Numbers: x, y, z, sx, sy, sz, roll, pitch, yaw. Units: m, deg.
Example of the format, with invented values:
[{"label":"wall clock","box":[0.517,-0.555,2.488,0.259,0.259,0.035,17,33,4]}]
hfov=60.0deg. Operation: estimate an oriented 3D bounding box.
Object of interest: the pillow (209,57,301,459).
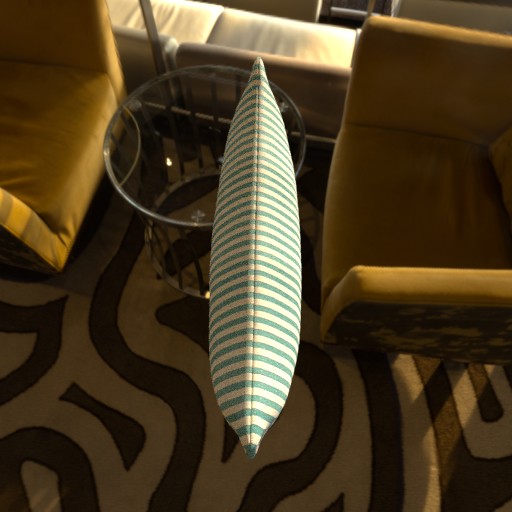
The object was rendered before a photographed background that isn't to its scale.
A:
[{"label":"pillow","box":[0.000,0.000,0.747,0.151,0.295,0.617,1,63,0]}]
